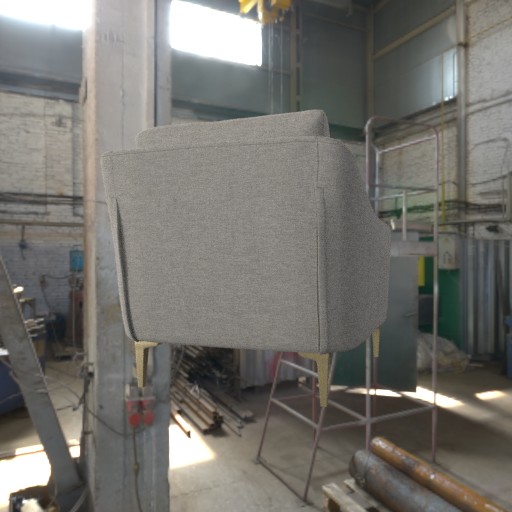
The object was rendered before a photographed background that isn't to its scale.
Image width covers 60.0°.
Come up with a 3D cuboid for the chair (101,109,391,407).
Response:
[{"bbox_3d":[0.000,0.000,1.723,0.986,0.902,0.961,0,0,18],"label":"chair"}]
